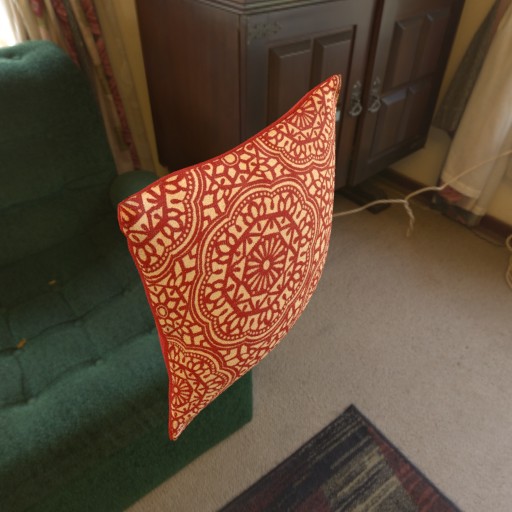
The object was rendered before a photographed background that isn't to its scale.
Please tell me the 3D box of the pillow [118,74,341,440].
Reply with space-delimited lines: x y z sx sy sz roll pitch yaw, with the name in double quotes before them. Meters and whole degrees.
"pillow" 0.000 0.000 0.664 0.162 0.419 0.438 24 46 26
